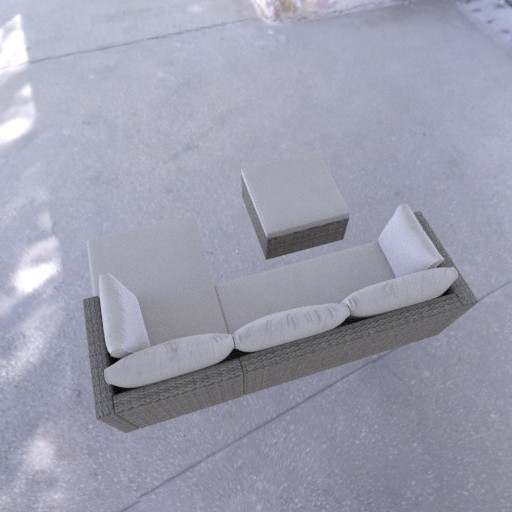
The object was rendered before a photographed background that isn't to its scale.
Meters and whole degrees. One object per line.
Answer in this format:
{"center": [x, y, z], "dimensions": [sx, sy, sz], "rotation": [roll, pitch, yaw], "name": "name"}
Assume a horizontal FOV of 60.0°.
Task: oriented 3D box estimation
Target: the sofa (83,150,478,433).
{"center": [0.000, 0.000, 3.014], "dimensions": [2.192, 0.766, 1.662], "rotation": [-15, 59, -9], "name": "sofa"}
